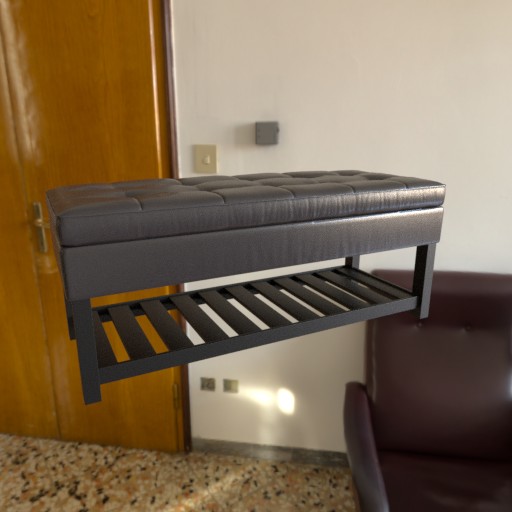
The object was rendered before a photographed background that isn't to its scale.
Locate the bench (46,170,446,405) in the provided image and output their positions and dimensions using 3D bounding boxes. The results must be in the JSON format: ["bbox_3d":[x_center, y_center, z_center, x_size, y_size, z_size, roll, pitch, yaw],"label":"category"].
[{"bbox_3d":[0.000,0.000,1.346,1.105,0.460,0.432,-8,18,-26],"label":"bench"}]
